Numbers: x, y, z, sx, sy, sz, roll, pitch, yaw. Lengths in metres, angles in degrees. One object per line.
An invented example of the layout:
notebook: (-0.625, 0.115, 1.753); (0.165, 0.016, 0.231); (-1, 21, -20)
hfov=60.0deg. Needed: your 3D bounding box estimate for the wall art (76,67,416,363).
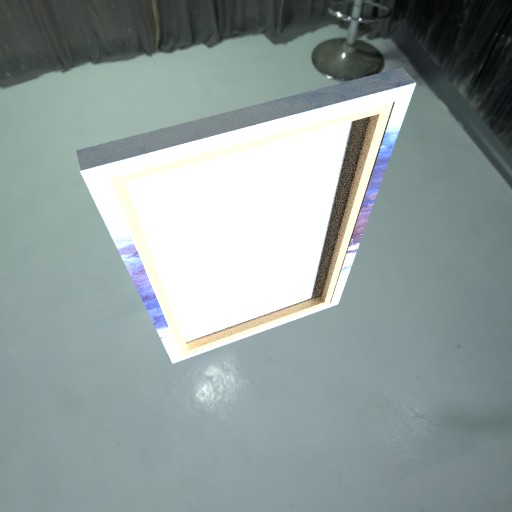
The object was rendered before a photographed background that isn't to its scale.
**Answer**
wall art: (0.000, 0.000, 1.101); (0.583, 0.874, 0.048); (-18, 59, -11)
